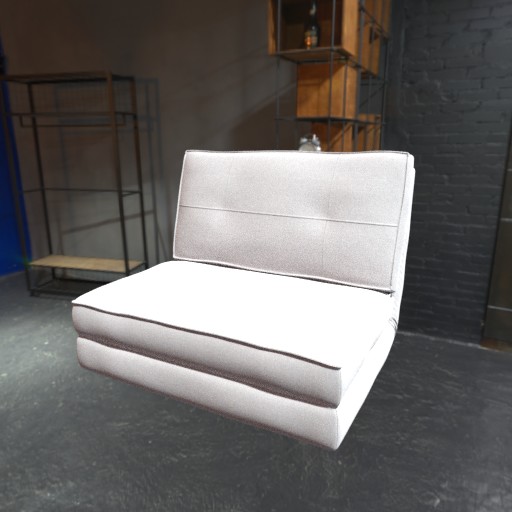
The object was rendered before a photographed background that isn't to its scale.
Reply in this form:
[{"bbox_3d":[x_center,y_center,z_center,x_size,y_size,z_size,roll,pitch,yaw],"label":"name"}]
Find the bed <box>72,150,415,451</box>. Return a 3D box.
[{"bbox_3d":[0.000,0.000,1.331,0.799,0.614,0.749,8,17,27],"label":"bed"}]
